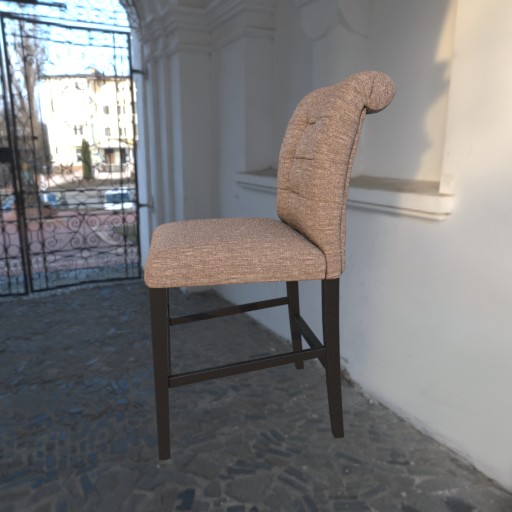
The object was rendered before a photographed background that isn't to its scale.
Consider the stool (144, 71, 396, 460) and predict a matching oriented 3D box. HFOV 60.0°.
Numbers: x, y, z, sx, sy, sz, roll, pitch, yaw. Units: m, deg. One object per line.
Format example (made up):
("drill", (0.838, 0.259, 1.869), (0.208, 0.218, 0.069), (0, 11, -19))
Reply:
("stool", (0.000, 0.000, 1.298), (0.611, 0.970, 0.457), (-2, 14, -10))
